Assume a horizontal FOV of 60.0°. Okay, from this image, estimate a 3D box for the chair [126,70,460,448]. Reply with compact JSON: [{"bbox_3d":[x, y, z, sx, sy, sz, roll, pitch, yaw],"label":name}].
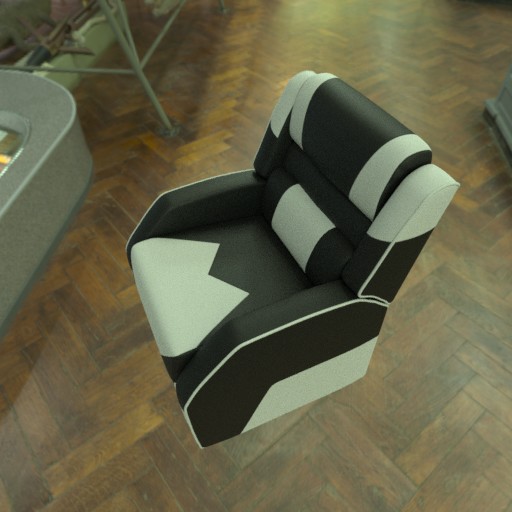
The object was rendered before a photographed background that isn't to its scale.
[{"bbox_3d":[0.000,0.000,1.271,0.672,0.805,0.620,-18,48,-17],"label":"chair"}]
